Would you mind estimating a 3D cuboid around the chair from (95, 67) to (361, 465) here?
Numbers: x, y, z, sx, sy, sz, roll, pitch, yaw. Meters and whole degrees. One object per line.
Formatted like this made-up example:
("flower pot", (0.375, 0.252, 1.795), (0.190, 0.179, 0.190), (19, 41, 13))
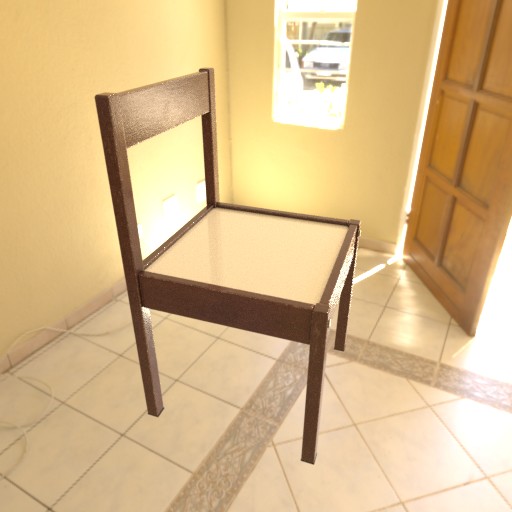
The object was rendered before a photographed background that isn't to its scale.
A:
("chair", (0.000, 0.000, 0.690), (0.285, 0.505, 0.285), (10, 31, 17))
